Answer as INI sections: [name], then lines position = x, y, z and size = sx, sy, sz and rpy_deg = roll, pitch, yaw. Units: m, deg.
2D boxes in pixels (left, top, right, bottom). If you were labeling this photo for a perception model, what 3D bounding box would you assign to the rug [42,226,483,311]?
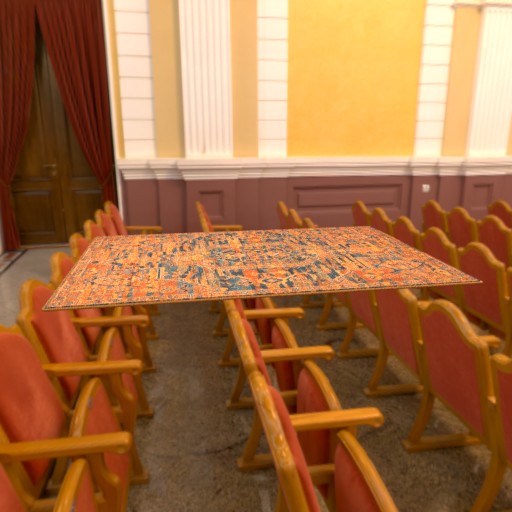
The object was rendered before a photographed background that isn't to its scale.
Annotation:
[rug]
position = 0.000, 0.000, 1.113
size = 0.863, 0.008, 0.557
rpy_deg = -3, 16, -10
